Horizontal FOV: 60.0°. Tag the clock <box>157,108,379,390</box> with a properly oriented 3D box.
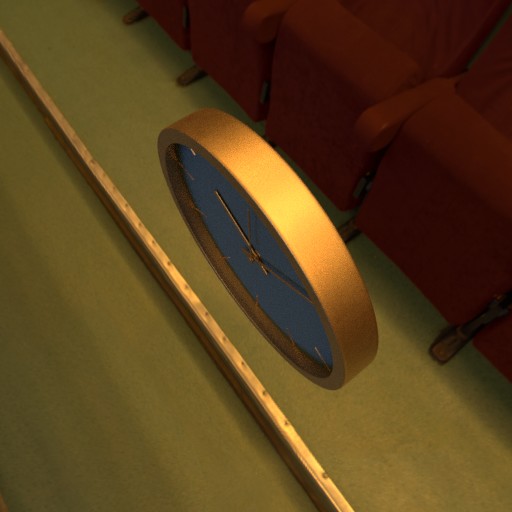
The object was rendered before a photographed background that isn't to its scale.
[{"bbox_3d":[0.000,0.000,0.472,0.040,0.314,0.314,-34,69,-15],"label":"clock"}]
